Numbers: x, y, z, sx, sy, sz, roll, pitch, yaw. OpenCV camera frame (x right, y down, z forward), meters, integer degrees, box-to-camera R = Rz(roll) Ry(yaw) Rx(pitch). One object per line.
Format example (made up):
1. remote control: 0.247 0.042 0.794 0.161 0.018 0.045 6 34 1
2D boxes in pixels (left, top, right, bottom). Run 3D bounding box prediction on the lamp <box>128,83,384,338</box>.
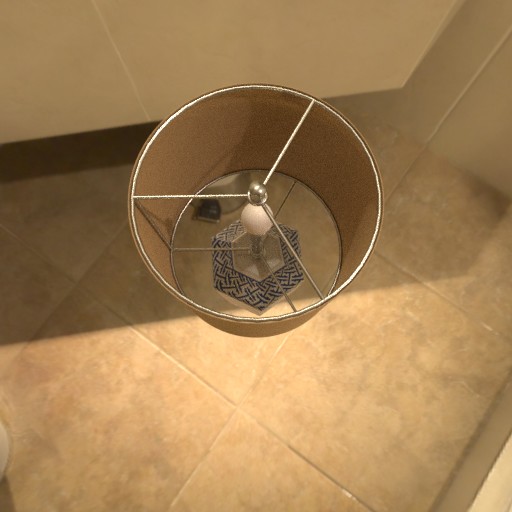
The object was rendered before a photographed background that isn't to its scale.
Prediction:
1. lamp: 0.000 0.000 0.865 0.320 0.682 0.320 -1 76 0
